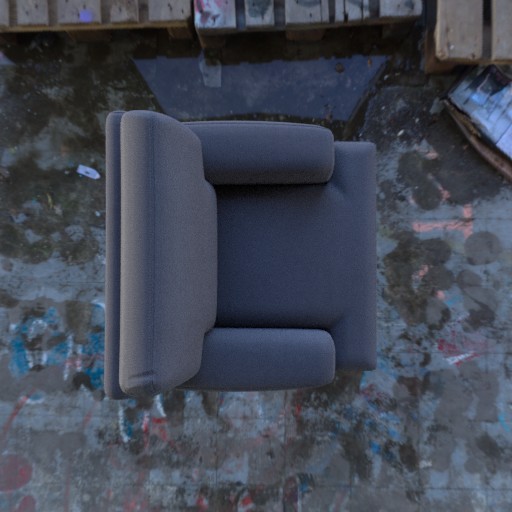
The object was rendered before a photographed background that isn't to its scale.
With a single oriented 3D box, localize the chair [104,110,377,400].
[{"bbox_3d":[0.000,0.000,1.980,1.143,0.940,1.168,0,89,1],"label":"chair"}]
